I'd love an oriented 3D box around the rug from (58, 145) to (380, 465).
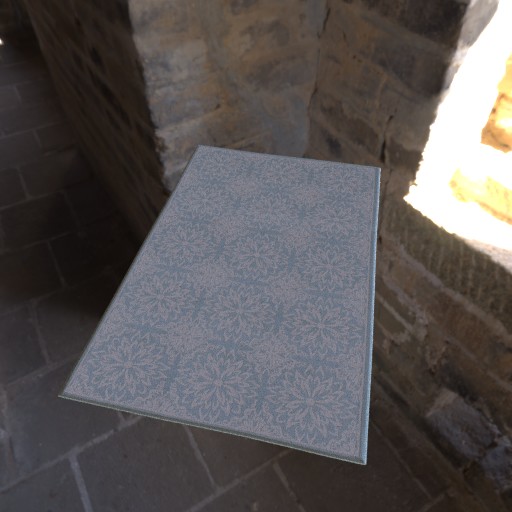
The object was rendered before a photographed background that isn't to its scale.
[{"bbox_3d":[0.000,0.000,3.425,1.819,0.018,2.746,9,47,8],"label":"rug"}]
